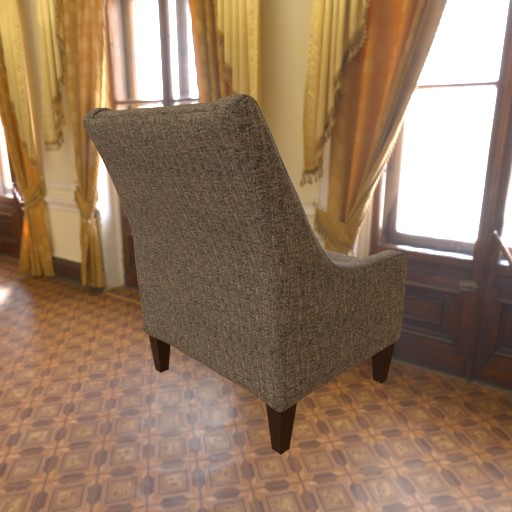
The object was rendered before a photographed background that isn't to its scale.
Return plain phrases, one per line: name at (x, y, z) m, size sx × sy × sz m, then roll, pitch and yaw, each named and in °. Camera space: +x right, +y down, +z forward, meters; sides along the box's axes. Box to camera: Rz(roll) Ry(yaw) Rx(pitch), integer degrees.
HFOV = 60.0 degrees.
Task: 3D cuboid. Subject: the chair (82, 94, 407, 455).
chair at (0.000, 0.000, 1.598) m, size 0.870 × 1.014 × 0.774 m, roll -14°, pitch 21°, yaw -42°
